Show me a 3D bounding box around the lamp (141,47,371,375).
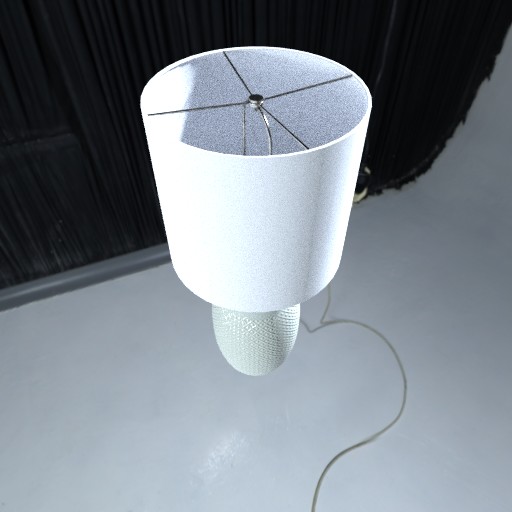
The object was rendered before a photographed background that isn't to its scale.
[{"bbox_3d":[0.000,0.000,0.586,0.217,0.453,0.217,-17,49,-15],"label":"lamp"}]
